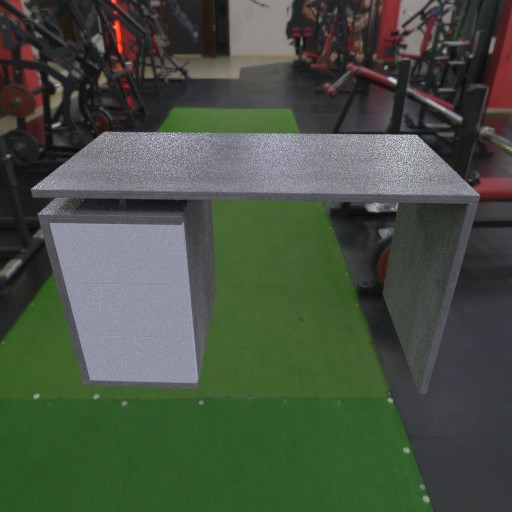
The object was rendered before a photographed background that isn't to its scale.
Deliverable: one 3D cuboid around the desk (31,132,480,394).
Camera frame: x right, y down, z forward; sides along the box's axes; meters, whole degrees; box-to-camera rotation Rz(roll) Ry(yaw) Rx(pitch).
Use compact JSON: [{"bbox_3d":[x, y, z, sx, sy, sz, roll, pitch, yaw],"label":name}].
[{"bbox_3d":[0.000,0.000,1.626,1.200,0.740,0.600,1,30,2],"label":"desk"}]
